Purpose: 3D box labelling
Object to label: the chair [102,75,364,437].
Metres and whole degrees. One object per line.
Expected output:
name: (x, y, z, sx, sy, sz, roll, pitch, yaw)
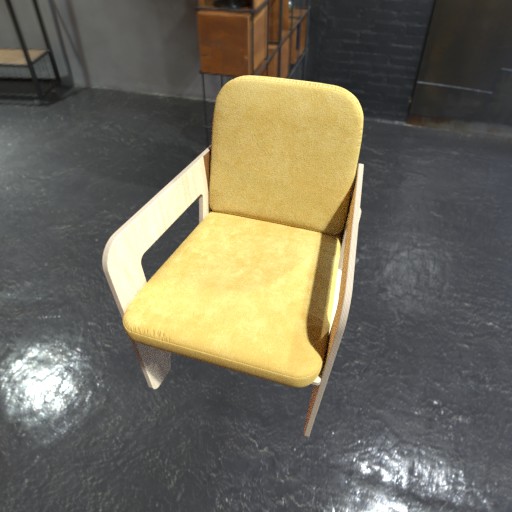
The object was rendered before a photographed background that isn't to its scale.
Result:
chair: (0.000, 0.000, 1.294, 0.590, 0.800, 0.710, 12, 43, 14)
